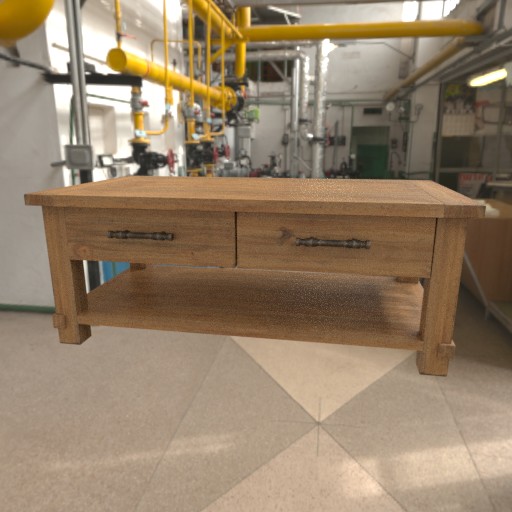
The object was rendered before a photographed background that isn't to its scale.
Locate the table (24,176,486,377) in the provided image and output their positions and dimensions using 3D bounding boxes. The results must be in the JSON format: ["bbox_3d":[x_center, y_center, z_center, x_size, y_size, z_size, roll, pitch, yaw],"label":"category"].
[{"bbox_3d":[0.000,0.000,1.578,1.270,0.494,0.693,3,15,10],"label":"table"}]
